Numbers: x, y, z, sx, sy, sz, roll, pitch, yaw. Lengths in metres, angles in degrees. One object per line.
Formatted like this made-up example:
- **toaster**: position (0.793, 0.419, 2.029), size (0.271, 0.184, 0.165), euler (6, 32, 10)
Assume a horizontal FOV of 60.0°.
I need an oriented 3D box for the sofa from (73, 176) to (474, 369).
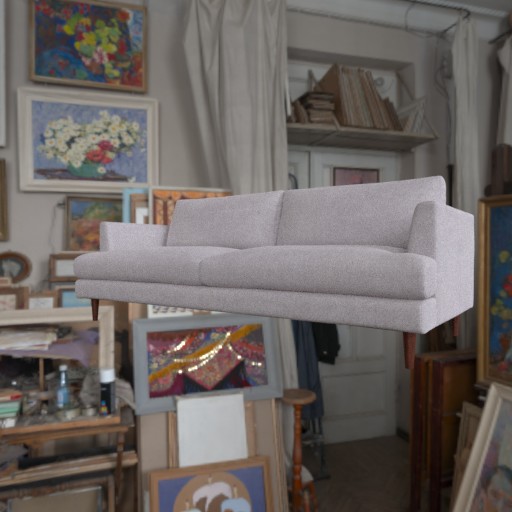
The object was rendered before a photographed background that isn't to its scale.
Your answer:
- **sofa**: position (0.000, 0.000, 2.673), size (2.250, 0.868, 1.020), euler (0, 1, 36)
